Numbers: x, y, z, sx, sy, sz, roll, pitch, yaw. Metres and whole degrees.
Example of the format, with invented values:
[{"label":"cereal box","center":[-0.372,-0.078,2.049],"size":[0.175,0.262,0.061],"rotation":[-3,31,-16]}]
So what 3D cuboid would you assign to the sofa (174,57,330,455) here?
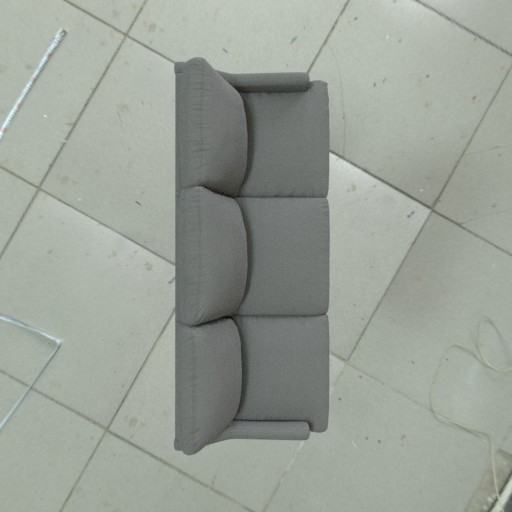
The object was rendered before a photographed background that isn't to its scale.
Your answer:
[{"label":"sofa","center":[0.000,0.000,2.872],"size":[0.987,0.926,2.344],"rotation":[0,90,-1]}]
